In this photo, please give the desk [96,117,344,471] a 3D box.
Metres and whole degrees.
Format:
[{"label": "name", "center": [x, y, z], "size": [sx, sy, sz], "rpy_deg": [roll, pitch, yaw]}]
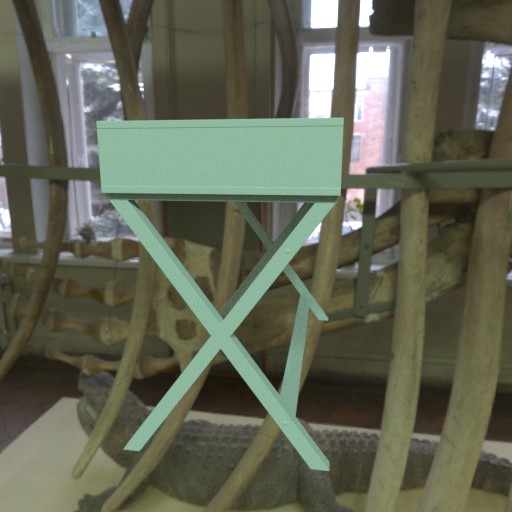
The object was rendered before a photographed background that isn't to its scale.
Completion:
[{"label": "desk", "center": [0.000, 0.000, 1.473], "size": [0.509, 0.780, 1.059], "rpy_deg": [2, 12, 9]}]
